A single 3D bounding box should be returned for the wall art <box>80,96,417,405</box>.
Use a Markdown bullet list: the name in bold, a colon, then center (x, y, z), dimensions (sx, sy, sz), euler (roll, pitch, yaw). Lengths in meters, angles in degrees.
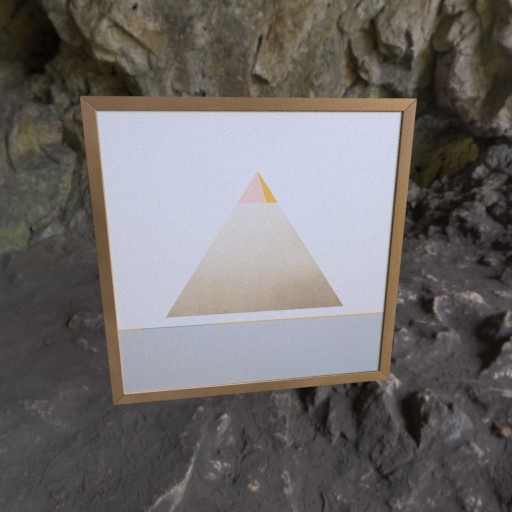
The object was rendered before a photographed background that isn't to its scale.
- **wall art**: center (0.000, 0.000, 0.760), dimensions (0.513, 0.511, 0.038), euler (-3, 17, -9)
